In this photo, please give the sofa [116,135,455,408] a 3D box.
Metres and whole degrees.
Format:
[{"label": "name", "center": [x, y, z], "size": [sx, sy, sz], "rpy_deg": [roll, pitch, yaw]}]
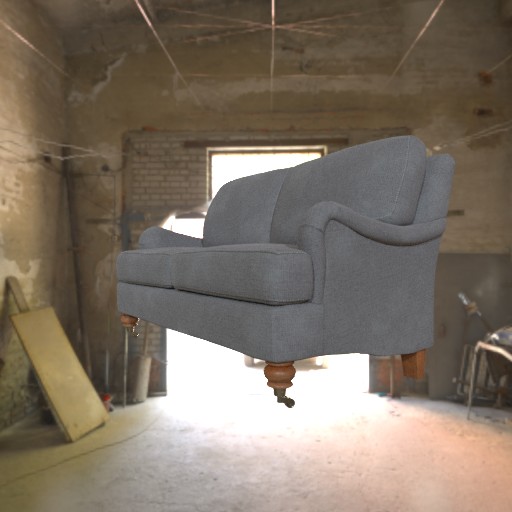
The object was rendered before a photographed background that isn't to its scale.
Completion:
[{"label": "sofa", "center": [0.000, 0.000, 2.514], "size": [1.084, 1.101, 1.853], "rpy_deg": [0, 0, -34]}]
